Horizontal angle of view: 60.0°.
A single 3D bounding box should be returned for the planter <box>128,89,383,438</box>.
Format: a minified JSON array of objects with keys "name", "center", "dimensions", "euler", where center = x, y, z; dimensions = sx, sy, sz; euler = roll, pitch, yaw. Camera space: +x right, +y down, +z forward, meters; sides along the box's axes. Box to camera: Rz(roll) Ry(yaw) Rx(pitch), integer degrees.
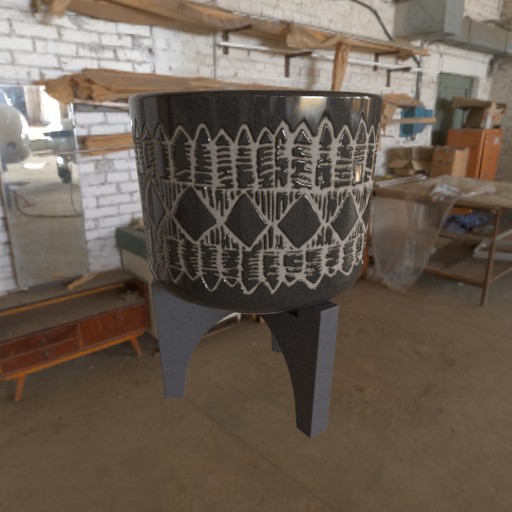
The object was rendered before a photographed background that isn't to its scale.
[{"name":"planter","center":[0.000,0.000,0.390],"dimensions":[0.196,0.264,0.196],"euler":[-2,17,-7]}]
